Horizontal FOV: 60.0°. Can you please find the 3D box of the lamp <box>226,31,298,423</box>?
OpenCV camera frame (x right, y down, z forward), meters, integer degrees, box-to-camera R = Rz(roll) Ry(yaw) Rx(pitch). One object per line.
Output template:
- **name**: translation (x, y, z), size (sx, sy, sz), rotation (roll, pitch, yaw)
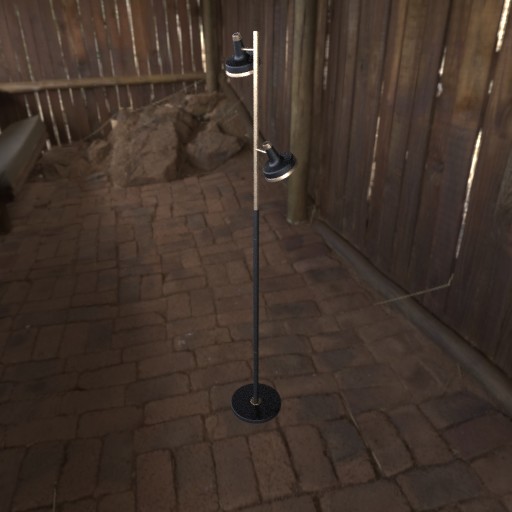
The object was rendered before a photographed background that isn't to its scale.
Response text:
- **lamp**: translation (0.000, 0.000, 1.850), size (0.253, 1.674, 0.351), rotation (-18, 32, -32)
